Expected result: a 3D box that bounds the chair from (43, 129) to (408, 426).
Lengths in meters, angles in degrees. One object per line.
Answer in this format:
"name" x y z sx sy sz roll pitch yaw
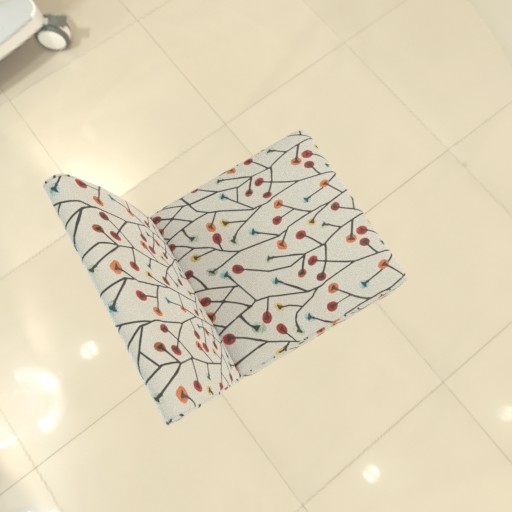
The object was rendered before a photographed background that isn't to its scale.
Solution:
"chair" 0.000 0.000 1.311 0.732 0.813 0.597 -30 78 -7
